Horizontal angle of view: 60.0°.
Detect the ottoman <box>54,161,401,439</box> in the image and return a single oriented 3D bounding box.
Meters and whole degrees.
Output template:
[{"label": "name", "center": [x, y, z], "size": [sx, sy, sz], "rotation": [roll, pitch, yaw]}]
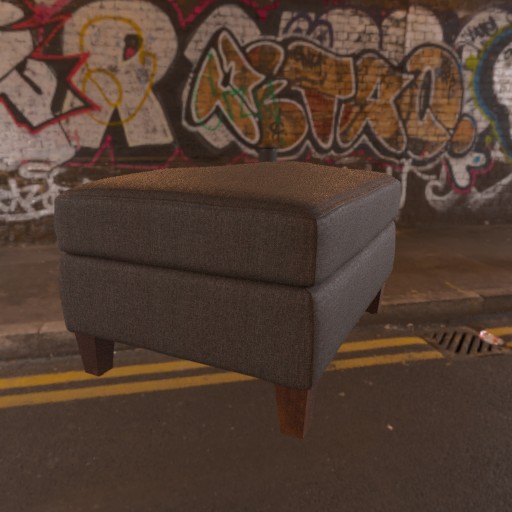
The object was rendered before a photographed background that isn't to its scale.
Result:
[{"label": "ottoman", "center": [0.000, 0.000, 1.219], "size": [0.639, 0.496, 0.826], "rotation": [7, 16, 25]}]
